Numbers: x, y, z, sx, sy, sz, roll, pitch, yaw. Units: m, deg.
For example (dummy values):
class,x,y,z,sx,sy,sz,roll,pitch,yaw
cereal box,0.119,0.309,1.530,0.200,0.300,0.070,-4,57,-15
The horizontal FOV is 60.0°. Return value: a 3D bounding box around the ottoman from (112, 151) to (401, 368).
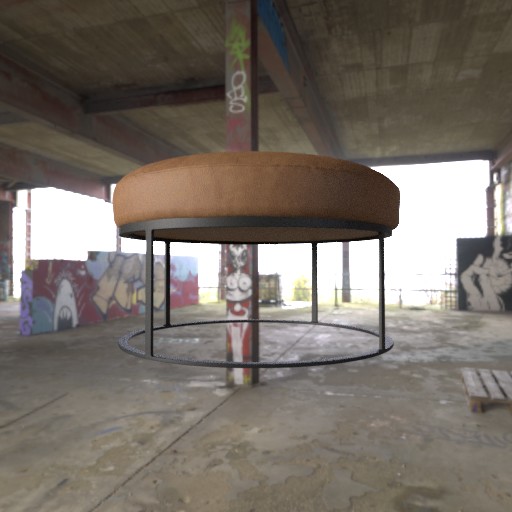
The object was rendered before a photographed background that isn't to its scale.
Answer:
class,x,y,z,sx,sy,sz,roll,pitch,yaw
ottoman,0.000,0.000,1.245,0.771,0.460,0.771,0,-1,0
